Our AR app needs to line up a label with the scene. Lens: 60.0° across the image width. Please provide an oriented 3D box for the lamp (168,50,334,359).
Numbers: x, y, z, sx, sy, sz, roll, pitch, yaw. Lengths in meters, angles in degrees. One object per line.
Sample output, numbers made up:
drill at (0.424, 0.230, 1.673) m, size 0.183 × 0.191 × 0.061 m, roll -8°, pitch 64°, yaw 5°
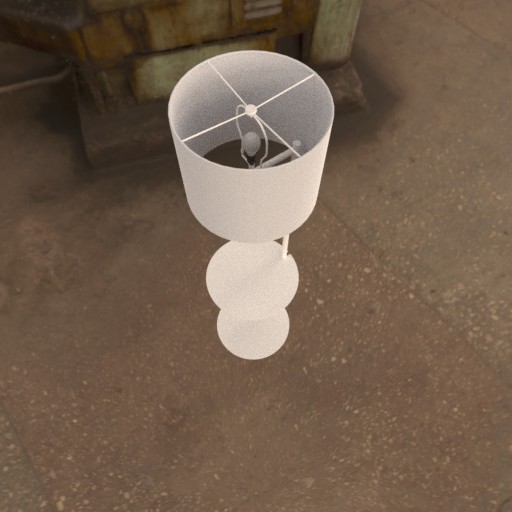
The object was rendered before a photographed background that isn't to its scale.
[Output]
lamp at (0.000, 0.000, 1.644) m, size 0.405 × 1.465 × 0.372 m, roll -32°, pitch 66°, yaw -16°
